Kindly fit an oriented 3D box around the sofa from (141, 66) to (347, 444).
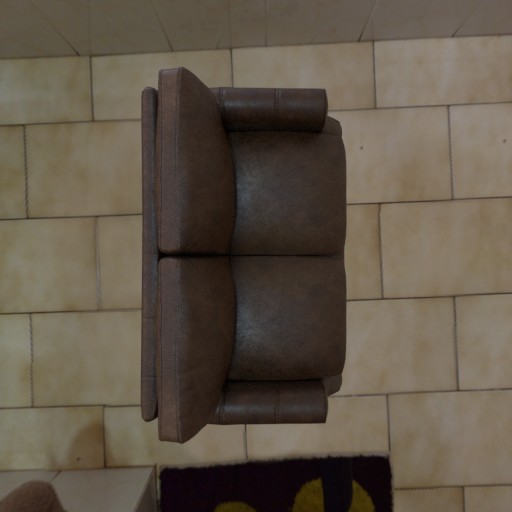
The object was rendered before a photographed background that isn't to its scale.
[{"bbox_3d":[0.000,0.000,2.211,0.990,0.976,1.616,0,90,1],"label":"sofa"}]
